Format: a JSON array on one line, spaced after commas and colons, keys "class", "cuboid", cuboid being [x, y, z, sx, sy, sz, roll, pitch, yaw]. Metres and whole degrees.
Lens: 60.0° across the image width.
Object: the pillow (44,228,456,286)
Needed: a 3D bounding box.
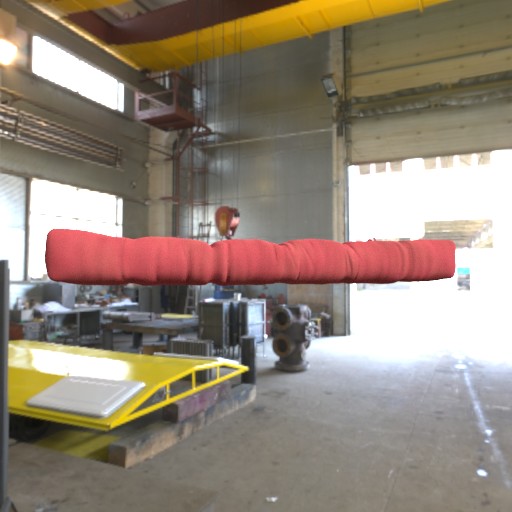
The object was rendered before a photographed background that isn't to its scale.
[{"class": "pillow", "cuboid": [0.000, 0.000, 1.367, 1.194, 0.174, 0.511, 1, -2, -20]}]
